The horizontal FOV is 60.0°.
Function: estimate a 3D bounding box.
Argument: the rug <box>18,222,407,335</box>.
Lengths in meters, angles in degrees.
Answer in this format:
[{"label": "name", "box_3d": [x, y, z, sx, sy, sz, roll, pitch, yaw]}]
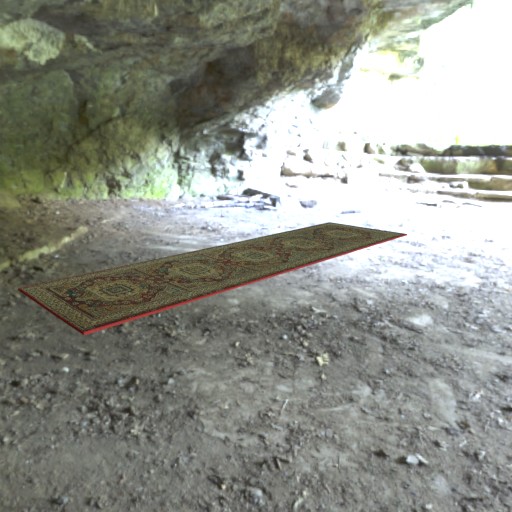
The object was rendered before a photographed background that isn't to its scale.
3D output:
[{"label": "rug", "box_3d": [0.000, 0.000, 2.498, 2.292, 0.015, 0.659, -14, 20, -43]}]
